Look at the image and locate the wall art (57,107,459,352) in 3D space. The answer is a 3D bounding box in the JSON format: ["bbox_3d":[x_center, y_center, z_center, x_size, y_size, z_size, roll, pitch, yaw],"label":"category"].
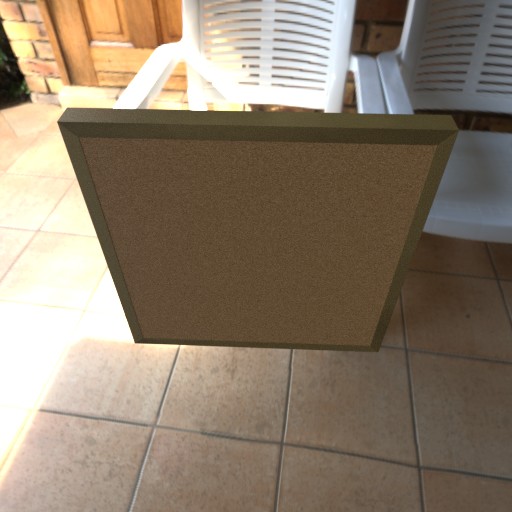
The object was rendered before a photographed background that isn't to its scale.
[{"bbox_3d":[0.000,0.000,0.753,0.507,0.508,0.038,2,46,2],"label":"wall art"}]
